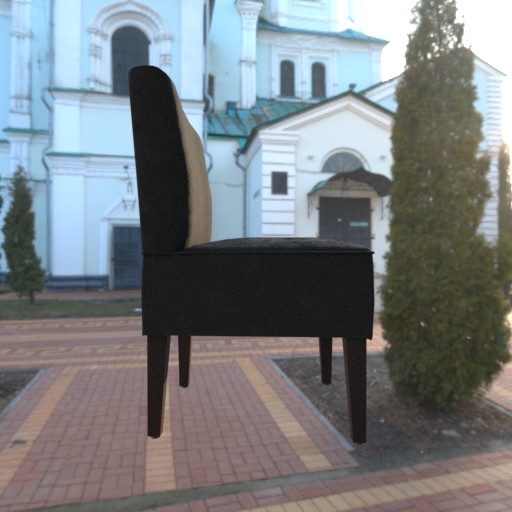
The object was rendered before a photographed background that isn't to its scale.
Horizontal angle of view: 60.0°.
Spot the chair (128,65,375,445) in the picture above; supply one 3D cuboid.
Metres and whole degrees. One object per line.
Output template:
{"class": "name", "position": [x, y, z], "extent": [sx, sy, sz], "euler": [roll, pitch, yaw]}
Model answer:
{"class": "chair", "position": [0.000, 0.000, 1.170], "extent": [0.554, 0.806, 0.521], "euler": [0, 0, 0]}
